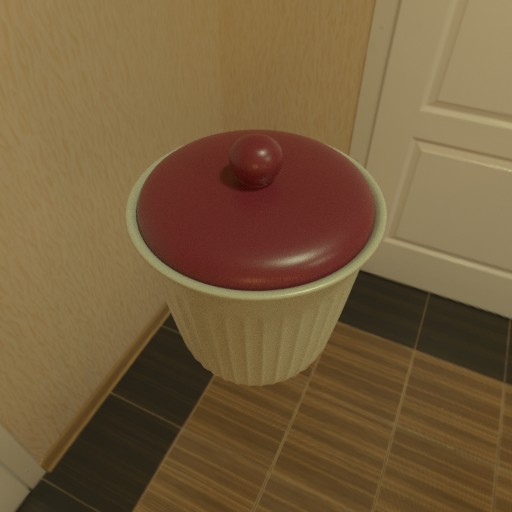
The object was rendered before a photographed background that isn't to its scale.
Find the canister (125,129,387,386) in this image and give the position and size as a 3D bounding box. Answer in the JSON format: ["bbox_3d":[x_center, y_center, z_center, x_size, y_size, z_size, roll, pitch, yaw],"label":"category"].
[{"bbox_3d":[0.000,0.000,0.354,0.181,0.211,0.181,0,46,0],"label":"canister"}]
